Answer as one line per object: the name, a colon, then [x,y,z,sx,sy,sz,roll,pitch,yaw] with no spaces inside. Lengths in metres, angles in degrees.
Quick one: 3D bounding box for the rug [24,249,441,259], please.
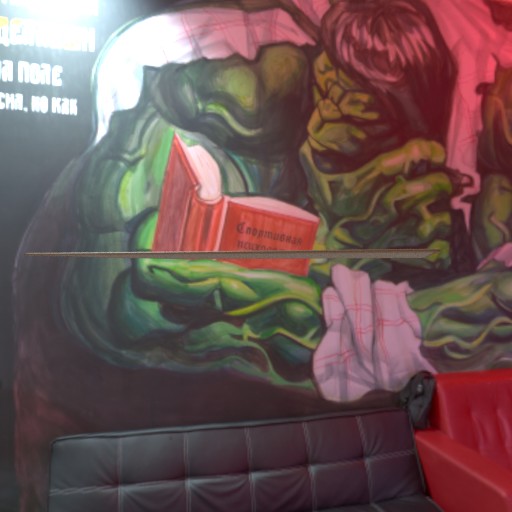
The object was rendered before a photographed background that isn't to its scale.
rug: [0.000,0.000,4.096,3.041,0.020,2.413,0,-1,19]
